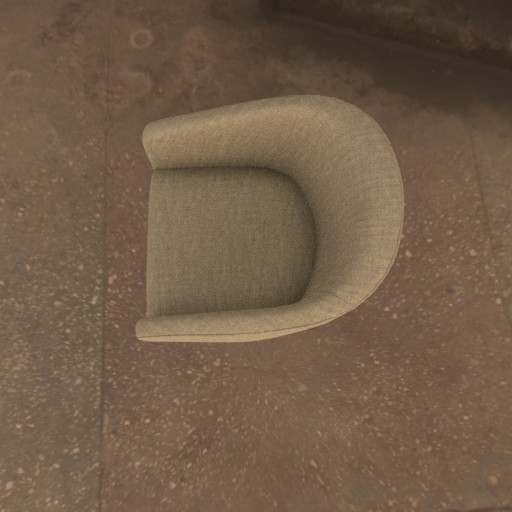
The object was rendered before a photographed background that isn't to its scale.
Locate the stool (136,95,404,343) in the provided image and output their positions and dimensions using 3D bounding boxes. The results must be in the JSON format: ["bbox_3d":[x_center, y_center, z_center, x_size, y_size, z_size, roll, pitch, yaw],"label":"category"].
[{"bbox_3d":[0.000,0.000,1.422,0.607,1.078,0.559,-2,76,0],"label":"stool"}]
